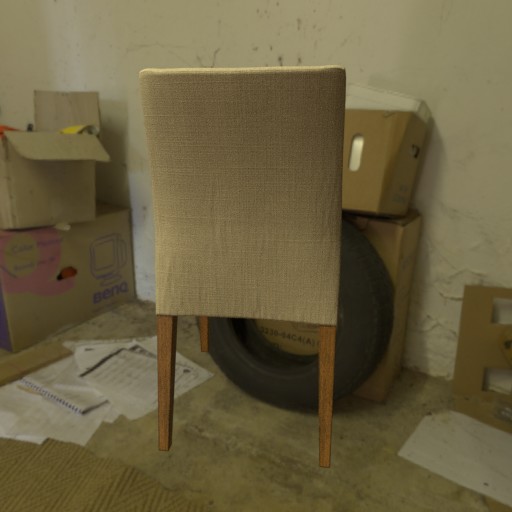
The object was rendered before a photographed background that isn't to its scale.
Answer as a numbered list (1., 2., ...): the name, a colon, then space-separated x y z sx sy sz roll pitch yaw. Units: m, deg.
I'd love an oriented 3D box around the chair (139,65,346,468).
1. chair: 0.000 0.000 1.256 0.496 0.940 0.585 2 17 8
